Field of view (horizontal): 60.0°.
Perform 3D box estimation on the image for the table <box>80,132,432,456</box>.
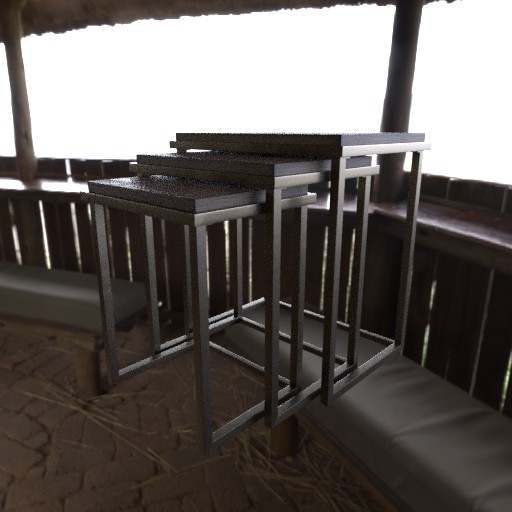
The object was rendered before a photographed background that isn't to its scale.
[{"bbox_3d":[0.000,0.000,1.142,0.559,0.610,0.706,15,22,42],"label":"table"}]
